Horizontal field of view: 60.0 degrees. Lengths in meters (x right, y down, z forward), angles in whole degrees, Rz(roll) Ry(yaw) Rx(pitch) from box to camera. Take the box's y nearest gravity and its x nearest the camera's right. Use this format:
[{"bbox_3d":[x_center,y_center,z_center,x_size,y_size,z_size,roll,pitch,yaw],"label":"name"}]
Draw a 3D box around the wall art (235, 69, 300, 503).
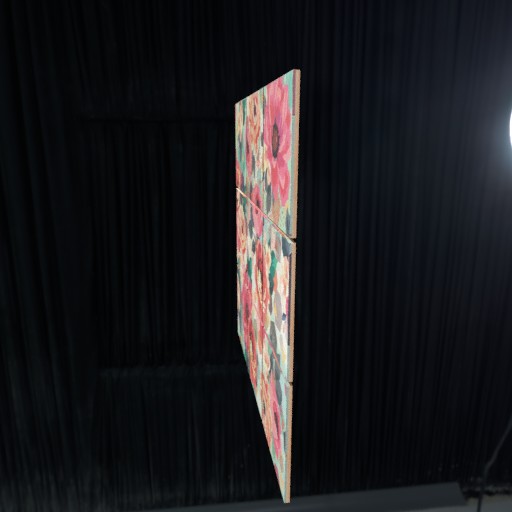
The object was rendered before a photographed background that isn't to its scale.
[{"bbox_3d":[0.000,0.000,1.316,0.012,0.910,0.911,-2,15,-9],"label":"wall art"}]
